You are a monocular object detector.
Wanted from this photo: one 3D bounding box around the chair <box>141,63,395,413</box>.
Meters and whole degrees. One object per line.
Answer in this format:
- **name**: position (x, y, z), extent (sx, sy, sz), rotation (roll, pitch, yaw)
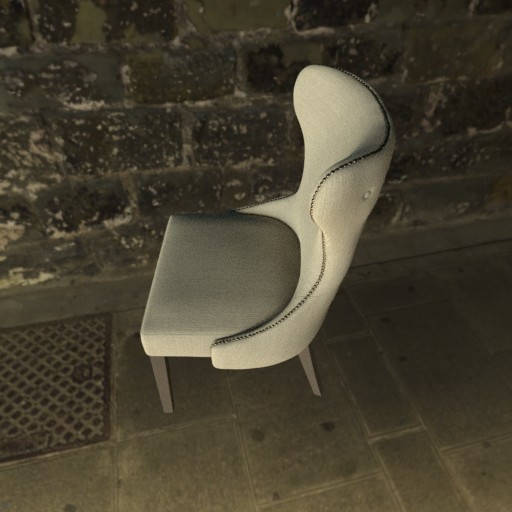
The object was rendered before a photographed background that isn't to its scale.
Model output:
- **chair**: position (0.000, 0.000, 1.357), extent (0.635, 0.967, 0.628), rotation (0, 42, 0)
